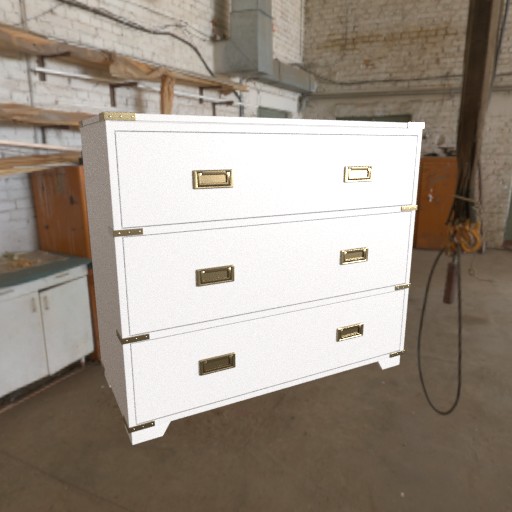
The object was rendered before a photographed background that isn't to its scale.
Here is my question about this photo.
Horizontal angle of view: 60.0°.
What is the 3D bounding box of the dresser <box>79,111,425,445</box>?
[{"bbox_3d":[0.000,0.000,1.538,1.022,0.891,0.460,-7,16,-27],"label":"dresser"}]
